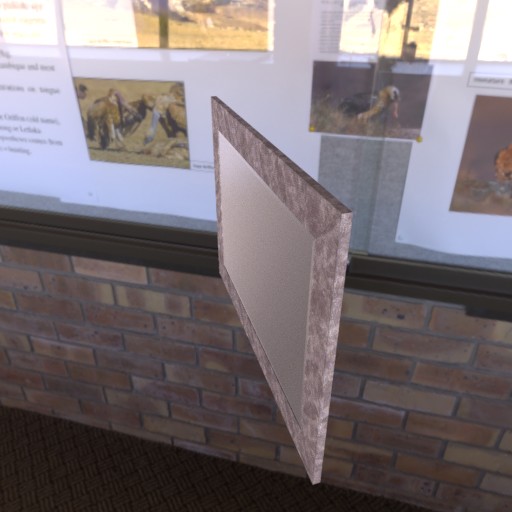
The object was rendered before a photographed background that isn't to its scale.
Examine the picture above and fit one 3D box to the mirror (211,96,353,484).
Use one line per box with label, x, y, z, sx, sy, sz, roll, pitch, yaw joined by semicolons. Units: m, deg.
mirror;0.000;0.000;1.440;0.022;0.795;1.101;-9;32;-15
